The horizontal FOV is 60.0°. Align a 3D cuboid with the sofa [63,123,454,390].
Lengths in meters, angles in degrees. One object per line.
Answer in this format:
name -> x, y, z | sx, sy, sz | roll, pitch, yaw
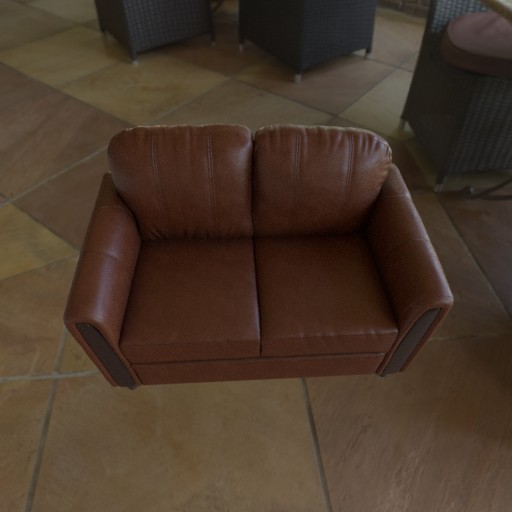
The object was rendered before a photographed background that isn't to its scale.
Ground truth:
sofa -> 0.000, 0.000, 1.920 | 1.406, 0.906, 0.805 | -2, 46, -2
